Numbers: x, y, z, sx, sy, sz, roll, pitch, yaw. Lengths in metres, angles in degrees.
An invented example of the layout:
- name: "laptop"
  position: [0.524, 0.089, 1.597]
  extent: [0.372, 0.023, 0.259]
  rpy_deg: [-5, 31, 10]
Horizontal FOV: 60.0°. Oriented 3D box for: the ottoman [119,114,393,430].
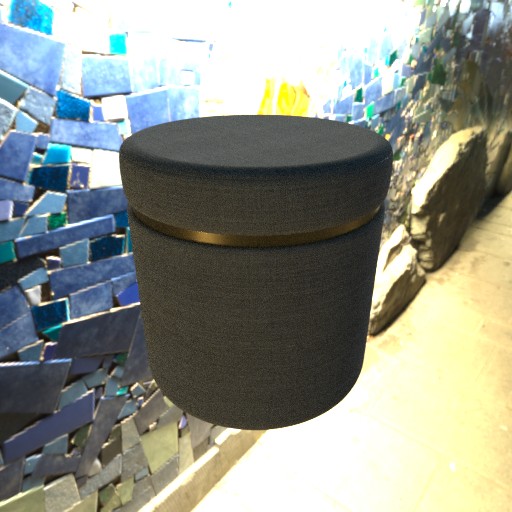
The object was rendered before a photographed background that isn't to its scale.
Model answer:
- name: "ottoman"
  position: [0.000, 0.000, 0.750]
  extent: [0.400, 0.406, 0.400]
  rpy_deg: [0, 27, 0]
